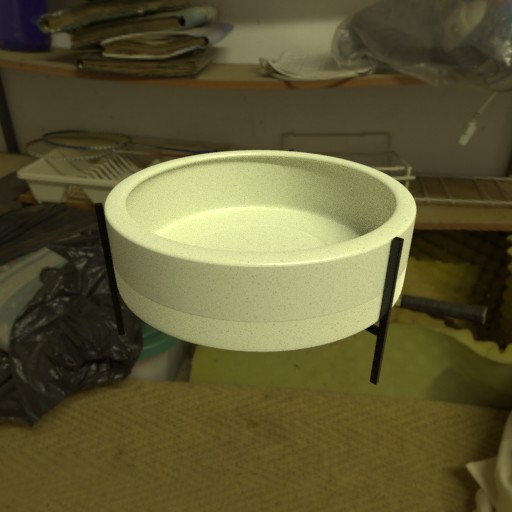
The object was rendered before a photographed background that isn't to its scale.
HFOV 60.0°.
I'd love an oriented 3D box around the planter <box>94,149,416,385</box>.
[{"bbox_3d":[0.000,0.000,0.536,0.345,0.171,0.336,-7,29,-12],"label":"planter"}]
